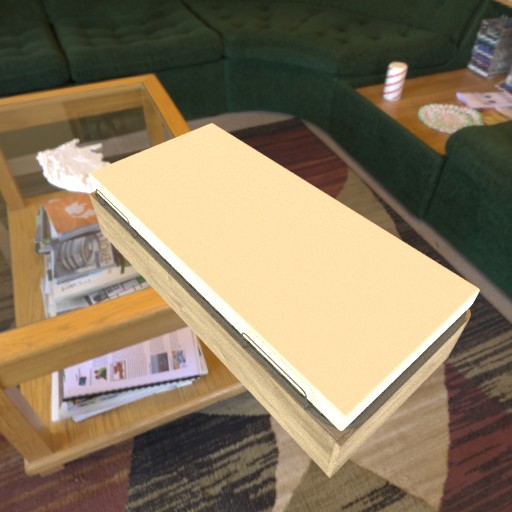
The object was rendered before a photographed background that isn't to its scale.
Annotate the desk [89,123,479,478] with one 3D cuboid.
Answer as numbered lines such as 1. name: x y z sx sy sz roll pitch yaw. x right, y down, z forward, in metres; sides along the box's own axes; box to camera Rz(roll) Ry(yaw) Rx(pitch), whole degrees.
1. desk: 0.000 0.000 2.286 0.900 0.455 1.900 -32 53 -28
